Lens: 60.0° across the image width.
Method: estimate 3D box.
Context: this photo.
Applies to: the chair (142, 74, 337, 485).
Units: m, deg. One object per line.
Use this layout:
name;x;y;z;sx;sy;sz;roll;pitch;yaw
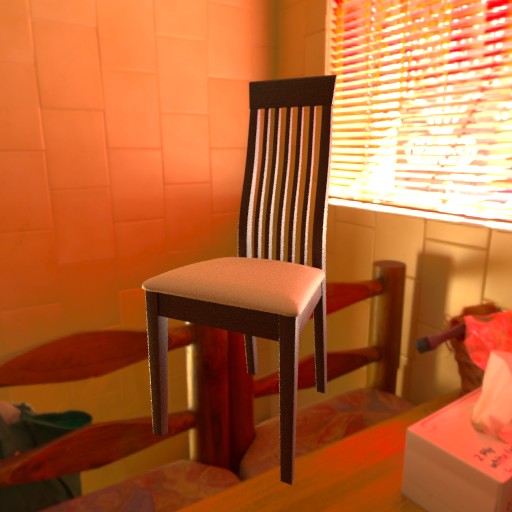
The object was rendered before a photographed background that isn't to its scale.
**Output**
chair;0.000;0.000;1.280;0.460;1.027;0.474;7;15;27
